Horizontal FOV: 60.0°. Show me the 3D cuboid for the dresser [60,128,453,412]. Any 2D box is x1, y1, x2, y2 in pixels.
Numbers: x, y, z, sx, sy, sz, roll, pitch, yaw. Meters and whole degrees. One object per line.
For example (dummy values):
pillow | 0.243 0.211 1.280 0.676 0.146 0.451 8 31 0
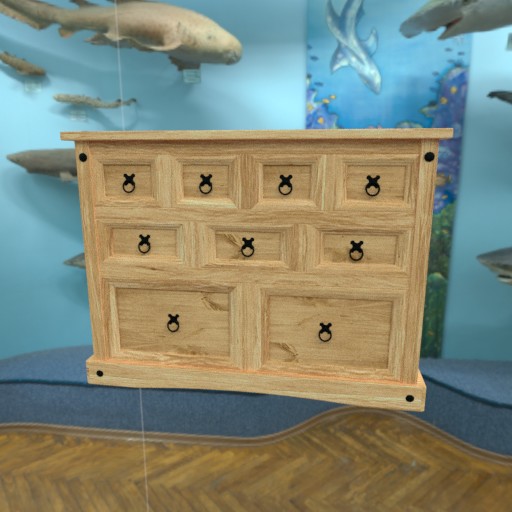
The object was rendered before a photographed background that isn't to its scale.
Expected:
dresser | 0.000 0.000 1.379 0.990 0.740 0.410 2 13 9
